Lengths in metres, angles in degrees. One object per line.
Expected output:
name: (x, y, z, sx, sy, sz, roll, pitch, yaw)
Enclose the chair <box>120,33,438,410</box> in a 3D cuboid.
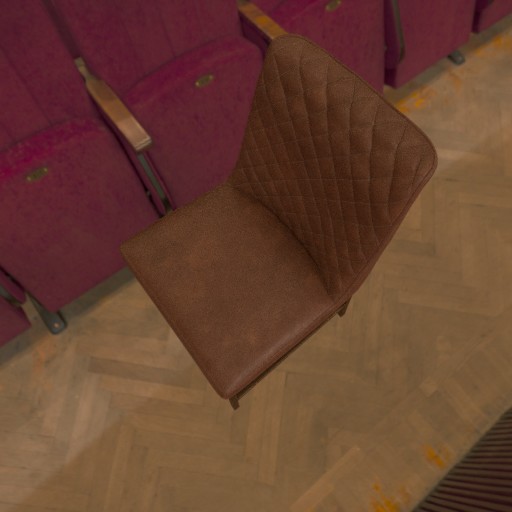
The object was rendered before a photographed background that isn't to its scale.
chair: (0.000, 0.000, 1.207, 0.587, 0.889, 0.508, -35, 70, -15)
